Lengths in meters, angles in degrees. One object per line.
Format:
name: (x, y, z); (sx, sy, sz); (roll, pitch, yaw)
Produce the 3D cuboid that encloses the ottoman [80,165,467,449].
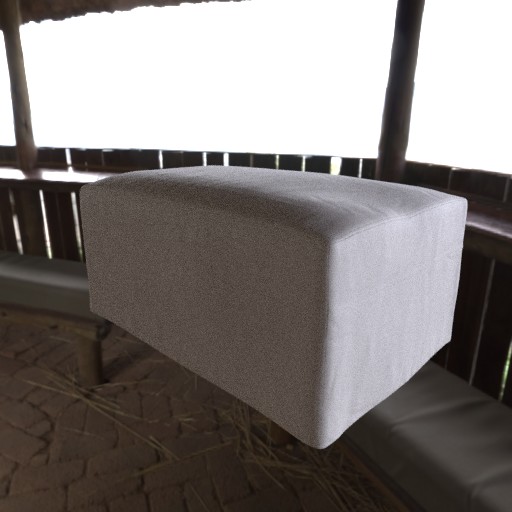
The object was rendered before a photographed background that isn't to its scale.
ottoman: (0.000, 0.000, 1.179); (0.872, 0.444, 0.590); (16, 24, 41)
